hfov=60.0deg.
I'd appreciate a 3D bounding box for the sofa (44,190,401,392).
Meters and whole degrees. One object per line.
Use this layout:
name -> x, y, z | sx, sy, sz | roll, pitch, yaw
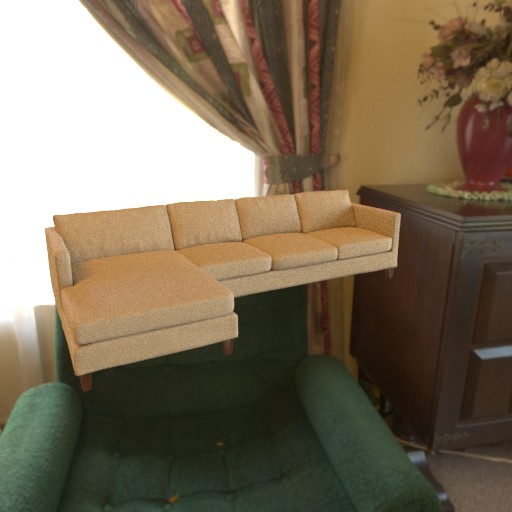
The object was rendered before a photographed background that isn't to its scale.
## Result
sofa -> 0.000, 0.000, 3.831 | 3.186, 0.846, 1.625 | -8, 18, -27
